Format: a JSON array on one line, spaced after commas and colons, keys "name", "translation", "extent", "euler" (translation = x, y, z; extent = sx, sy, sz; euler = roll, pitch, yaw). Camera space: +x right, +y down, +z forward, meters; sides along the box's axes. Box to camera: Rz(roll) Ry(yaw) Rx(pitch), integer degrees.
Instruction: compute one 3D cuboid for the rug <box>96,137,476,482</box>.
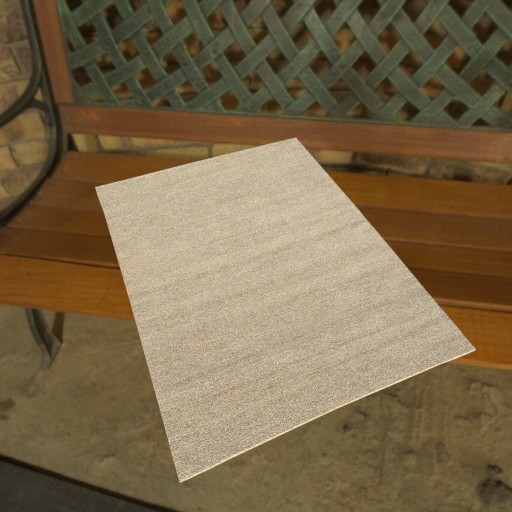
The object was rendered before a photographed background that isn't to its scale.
[{"name": "rug", "translation": [0.000, 0.000, 4.696], "extent": [2.757, 0.051, 3.626], "euler": [-18, 51, -15]}]
